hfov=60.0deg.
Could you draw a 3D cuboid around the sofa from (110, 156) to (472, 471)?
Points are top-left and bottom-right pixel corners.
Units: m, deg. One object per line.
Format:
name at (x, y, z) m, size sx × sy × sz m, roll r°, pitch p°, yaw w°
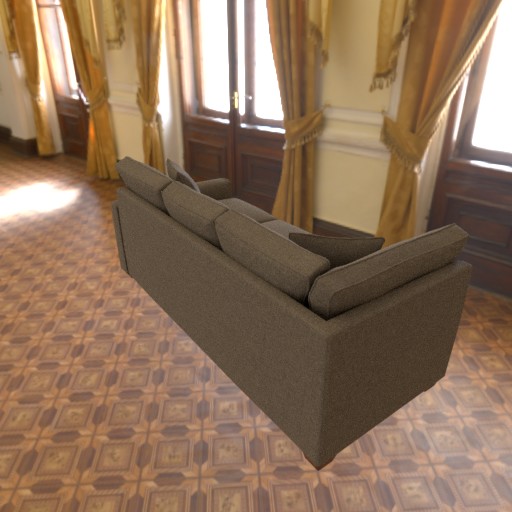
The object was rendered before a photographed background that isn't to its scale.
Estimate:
sofa at (0.000, 0.000, 2.848) m, size 1.061 × 0.962 × 2.317 m, roll -18°, pitch 32°, yaw -32°
